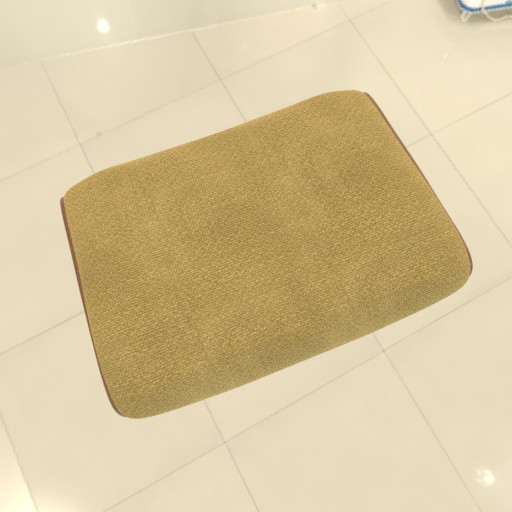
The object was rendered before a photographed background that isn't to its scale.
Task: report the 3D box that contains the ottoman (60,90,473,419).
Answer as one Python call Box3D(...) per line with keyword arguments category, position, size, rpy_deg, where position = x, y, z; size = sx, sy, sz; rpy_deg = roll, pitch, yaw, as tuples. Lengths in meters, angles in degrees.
Box3D(category="ottoman", position=(0.000, 0.000, 0.783), size=(0.520, 0.391, 0.394), rpy_deg=(-21, 76, -5))
